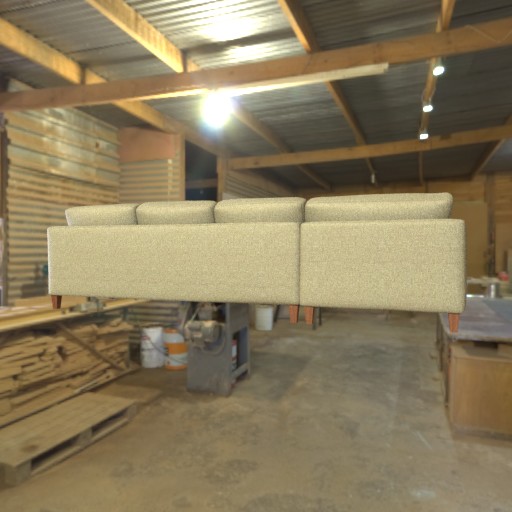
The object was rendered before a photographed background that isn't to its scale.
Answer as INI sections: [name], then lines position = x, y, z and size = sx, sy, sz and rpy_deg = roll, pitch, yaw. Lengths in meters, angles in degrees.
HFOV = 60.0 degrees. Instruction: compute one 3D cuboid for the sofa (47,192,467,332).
[sofa]
position = 0.000, 0.000, 3.854
size = 3.201, 0.876, 1.502
rpy_deg = 0, 1, 19
